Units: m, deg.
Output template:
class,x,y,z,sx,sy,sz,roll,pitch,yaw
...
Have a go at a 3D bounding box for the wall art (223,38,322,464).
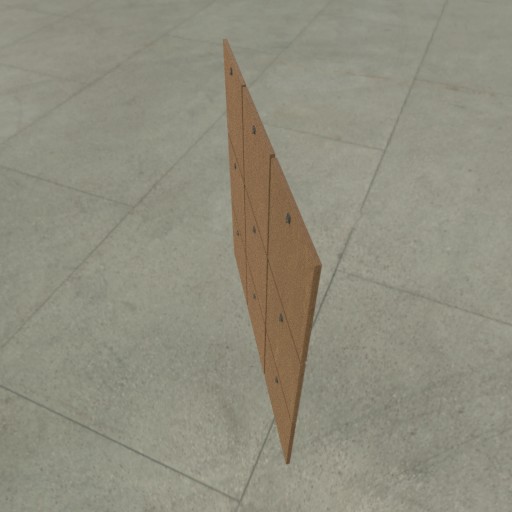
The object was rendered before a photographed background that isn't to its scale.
class,x,y,z,sx,sy,sz,roll,pitch,yaw
wall art,0.000,0.000,1.330,0.018,0.913,0.915,-9,48,-8
